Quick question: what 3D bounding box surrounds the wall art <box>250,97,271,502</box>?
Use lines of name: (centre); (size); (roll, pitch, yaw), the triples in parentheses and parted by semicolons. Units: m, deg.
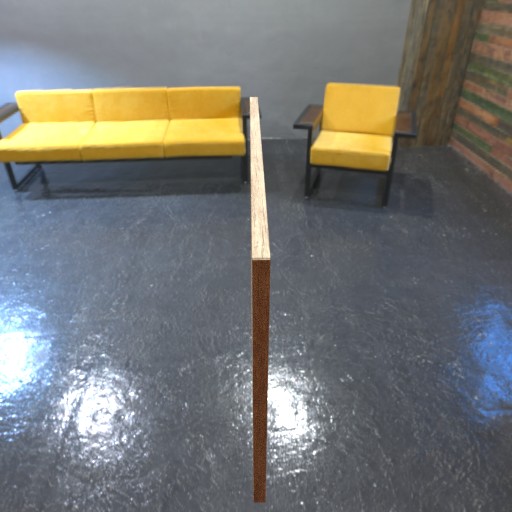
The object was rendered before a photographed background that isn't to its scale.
wall art: (0.000, 0.000, 0.940); (0.021, 0.480, 0.780); (0, 32, -1)
